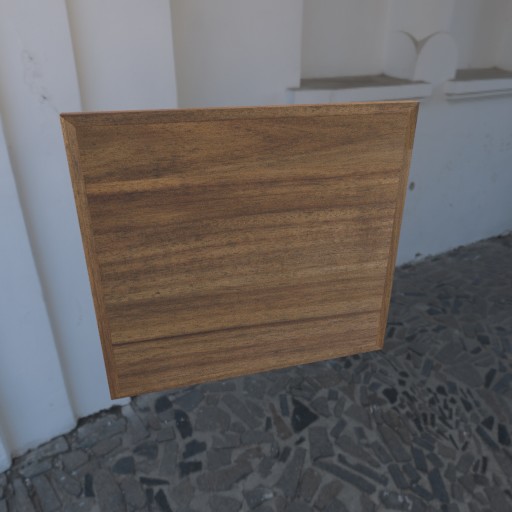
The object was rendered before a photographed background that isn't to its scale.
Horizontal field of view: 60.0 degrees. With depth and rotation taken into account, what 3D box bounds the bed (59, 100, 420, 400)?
[{"bbox_3d":[0.000,0.000,1.461,1.041,0.940,0.043,-7,26,-14],"label":"bed"}]
